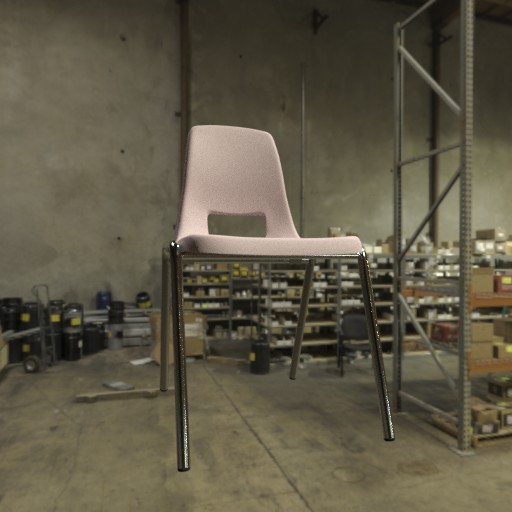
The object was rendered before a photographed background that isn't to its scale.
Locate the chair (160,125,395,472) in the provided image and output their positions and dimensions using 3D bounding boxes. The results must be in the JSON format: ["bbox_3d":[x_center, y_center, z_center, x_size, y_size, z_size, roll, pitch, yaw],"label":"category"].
[{"bbox_3d":[0.000,0.000,0.923,0.381,0.653,0.436,0,0,-18],"label":"chair"}]
